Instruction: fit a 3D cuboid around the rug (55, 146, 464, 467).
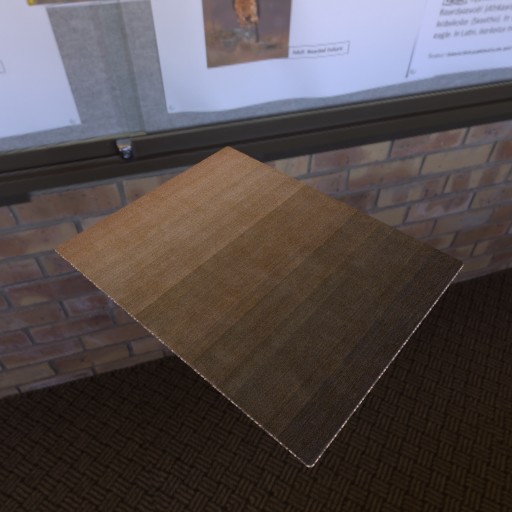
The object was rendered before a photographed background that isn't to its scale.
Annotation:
[{"bbox_3d":[0.000,0.000,3.976,2.902,0.017,2.305,32,54,27],"label":"rug"}]
